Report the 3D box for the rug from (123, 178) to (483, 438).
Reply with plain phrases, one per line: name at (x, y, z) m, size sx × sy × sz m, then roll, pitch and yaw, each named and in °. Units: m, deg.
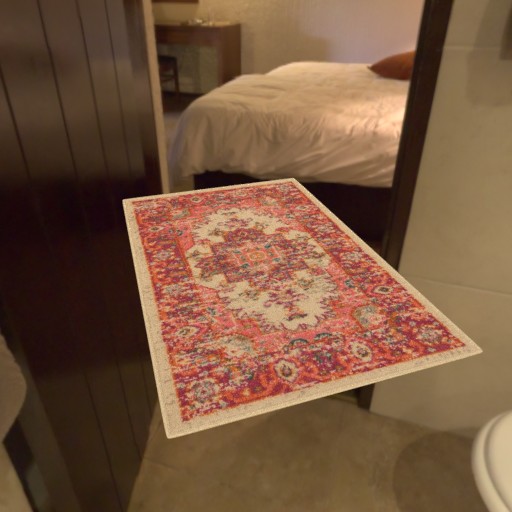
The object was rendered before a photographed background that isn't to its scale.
rug at (0.000, 0.000, 1.054) m, size 0.556 × 0.004 × 0.868 m, roll -10°, pitch 33°, yaw -16°
